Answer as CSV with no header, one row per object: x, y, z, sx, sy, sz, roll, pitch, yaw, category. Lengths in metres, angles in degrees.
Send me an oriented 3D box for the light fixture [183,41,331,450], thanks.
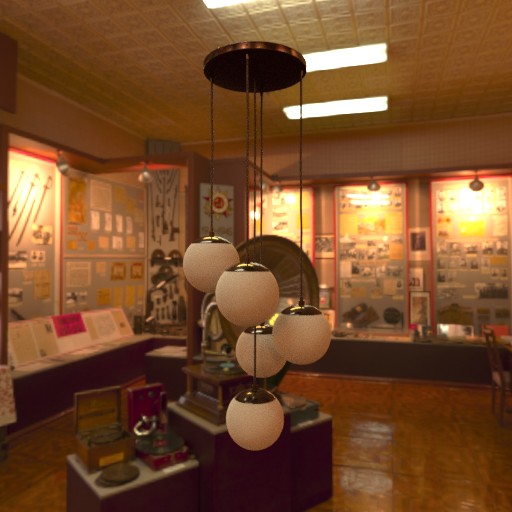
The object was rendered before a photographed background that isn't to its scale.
0.000,0.000,1.478,0.489,1.271,0.484,0,-1,19,light fixture
